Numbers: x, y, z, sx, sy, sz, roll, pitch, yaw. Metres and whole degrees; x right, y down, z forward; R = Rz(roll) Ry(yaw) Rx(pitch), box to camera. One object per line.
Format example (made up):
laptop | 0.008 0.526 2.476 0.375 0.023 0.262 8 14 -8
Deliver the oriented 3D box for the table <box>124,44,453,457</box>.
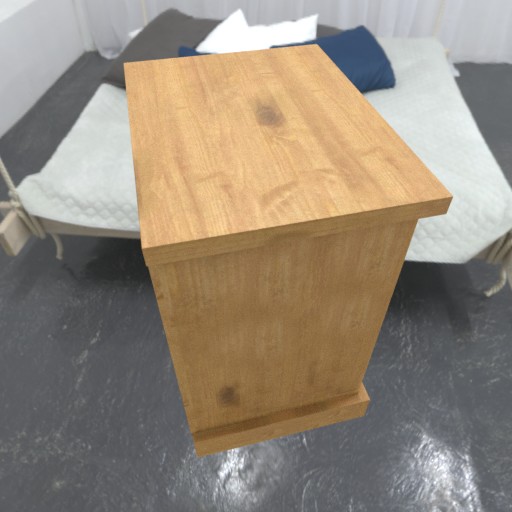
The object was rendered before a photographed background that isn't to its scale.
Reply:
table | 0.000 0.000 1.188 0.500 0.813 0.660 -10 47 -10
